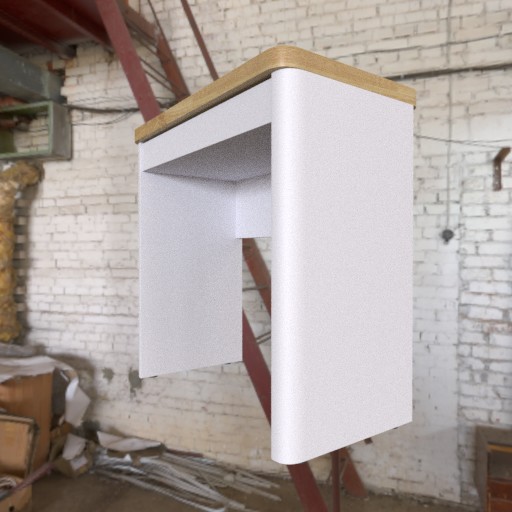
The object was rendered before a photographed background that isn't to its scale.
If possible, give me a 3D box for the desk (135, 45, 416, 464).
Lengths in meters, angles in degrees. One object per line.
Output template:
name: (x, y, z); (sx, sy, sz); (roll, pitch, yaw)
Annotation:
desk: (0.000, 0.000, 1.244); (0.440, 0.790, 0.760); (0, 1, -36)
